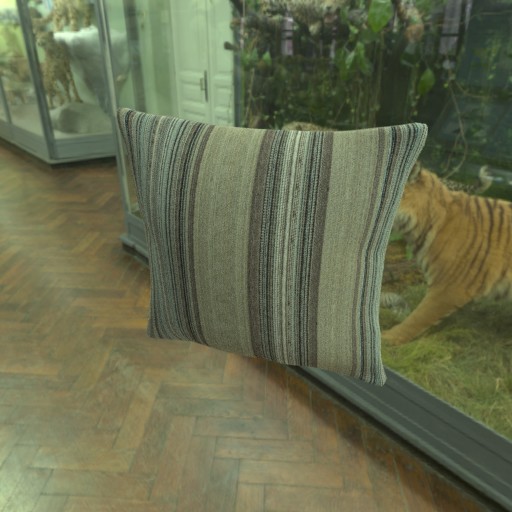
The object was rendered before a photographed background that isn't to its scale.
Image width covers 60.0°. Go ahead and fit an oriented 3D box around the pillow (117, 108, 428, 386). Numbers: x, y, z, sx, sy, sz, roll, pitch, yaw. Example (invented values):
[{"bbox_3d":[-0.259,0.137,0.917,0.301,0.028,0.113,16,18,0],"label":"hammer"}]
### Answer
[{"bbox_3d":[0.000,0.000,0.676,0.435,0.416,0.189,8,28,16],"label":"pillow"}]
